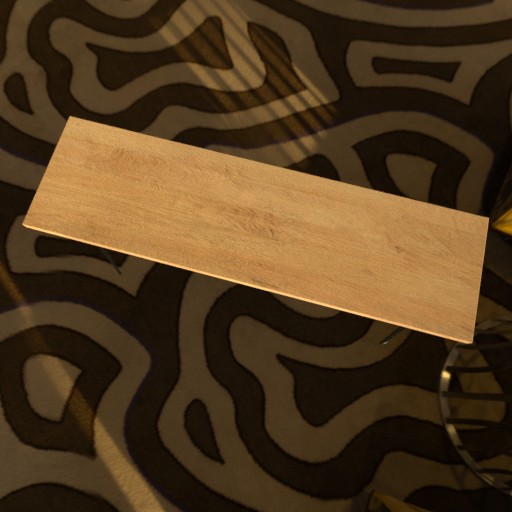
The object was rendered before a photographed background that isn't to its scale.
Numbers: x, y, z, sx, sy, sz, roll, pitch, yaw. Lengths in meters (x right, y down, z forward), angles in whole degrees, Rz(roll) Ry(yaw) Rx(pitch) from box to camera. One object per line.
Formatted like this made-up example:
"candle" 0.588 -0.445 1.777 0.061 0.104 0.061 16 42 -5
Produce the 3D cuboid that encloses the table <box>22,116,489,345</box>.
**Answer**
"table" 0.000 0.000 1.764 1.400 0.799 0.399 15 75 4
